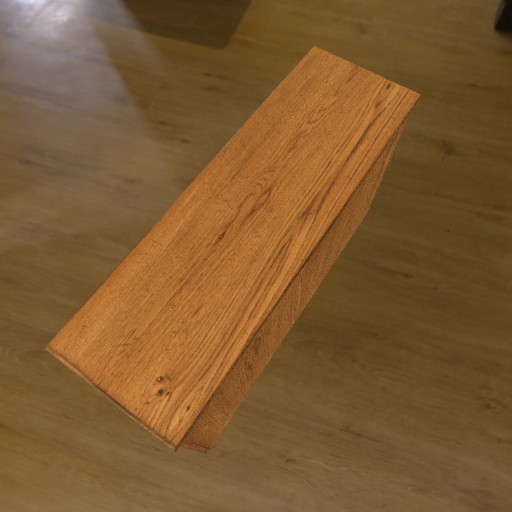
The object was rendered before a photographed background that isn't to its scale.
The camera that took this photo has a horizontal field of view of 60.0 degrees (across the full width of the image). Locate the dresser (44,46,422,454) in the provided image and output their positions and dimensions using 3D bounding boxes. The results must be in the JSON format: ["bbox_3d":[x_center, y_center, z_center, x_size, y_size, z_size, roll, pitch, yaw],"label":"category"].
[{"bbox_3d":[0.000,0.000,2.052,0.563,0.932,1.657,31,68,14],"label":"dresser"}]
